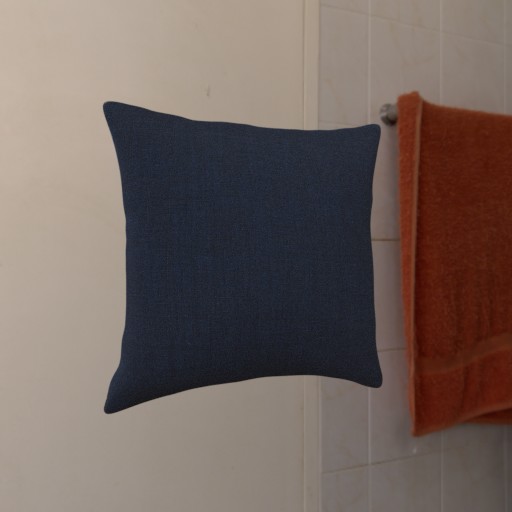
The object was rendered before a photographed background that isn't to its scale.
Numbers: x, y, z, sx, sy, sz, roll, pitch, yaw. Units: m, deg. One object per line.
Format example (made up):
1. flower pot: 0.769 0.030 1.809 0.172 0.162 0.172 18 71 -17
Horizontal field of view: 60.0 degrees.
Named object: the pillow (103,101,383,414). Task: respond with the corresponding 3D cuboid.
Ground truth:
1. pillow: 0.000 0.000 0.660 0.431 0.431 0.141 0 0 -18
